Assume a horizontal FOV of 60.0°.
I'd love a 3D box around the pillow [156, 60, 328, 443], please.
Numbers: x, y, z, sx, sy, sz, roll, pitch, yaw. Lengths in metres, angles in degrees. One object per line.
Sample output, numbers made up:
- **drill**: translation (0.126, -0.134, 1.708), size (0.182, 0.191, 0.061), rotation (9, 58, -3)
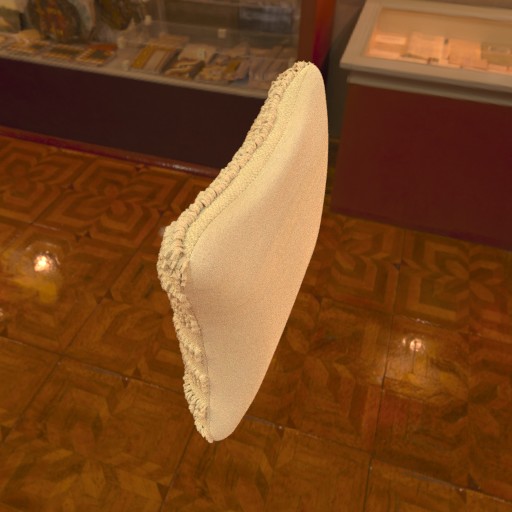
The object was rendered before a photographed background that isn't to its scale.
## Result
- **pillow**: translation (0.000, 0.000, 0.666), size (0.145, 0.427, 0.437), rotation (15, 49, 14)
